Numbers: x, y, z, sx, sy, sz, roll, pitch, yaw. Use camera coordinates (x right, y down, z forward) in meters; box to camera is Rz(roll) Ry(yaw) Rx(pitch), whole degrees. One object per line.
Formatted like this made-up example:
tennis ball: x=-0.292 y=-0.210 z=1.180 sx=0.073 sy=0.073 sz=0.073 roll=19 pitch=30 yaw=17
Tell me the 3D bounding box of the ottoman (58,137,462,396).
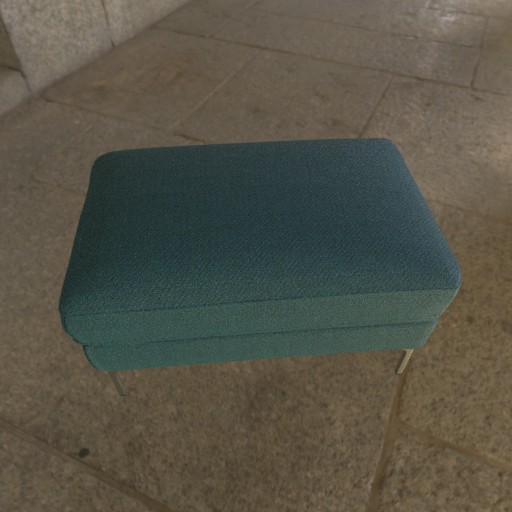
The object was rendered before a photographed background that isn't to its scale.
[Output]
ottoman: x=0.000 y=0.000 z=1.197 sx=0.856 sy=0.498 sz=0.563 roll=-4 pitch=48 yaw=-3
